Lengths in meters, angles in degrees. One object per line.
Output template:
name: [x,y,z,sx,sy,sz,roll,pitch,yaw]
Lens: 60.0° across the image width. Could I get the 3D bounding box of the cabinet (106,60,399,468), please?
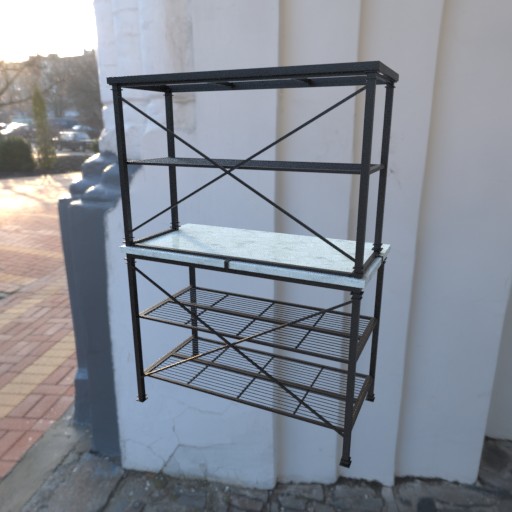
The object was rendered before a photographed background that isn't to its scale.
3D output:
cabinet: [0.000,0.000,2.209,1.210,1.659,0.610,8,18,24]
